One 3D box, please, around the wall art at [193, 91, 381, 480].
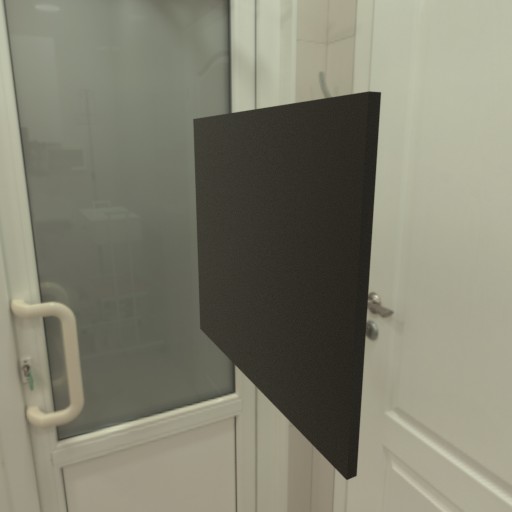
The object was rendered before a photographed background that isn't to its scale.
[{"bbox_3d":[0.000,0.000,0.528,0.012,0.332,0.383,-7,16,-26],"label":"wall art"}]
